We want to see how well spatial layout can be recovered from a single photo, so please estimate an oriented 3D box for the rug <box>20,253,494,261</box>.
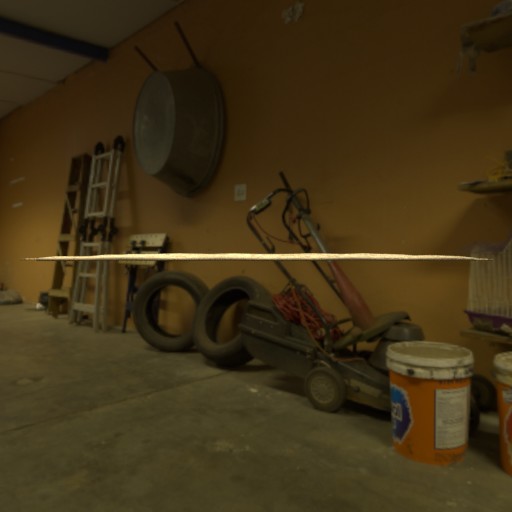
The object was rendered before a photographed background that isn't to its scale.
[{"bbox_3d":[0.000,0.000,4.036,3.061,0.034,2.426,0,1,-1],"label":"rug"}]
